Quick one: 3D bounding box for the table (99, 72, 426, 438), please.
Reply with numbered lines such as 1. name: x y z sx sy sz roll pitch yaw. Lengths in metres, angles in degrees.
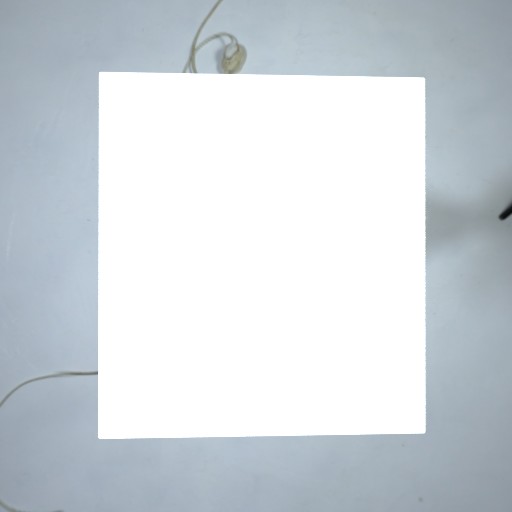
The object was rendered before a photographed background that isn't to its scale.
1. table: 0.000 0.000 0.877 0.442 0.565 0.488 0 90 -2
